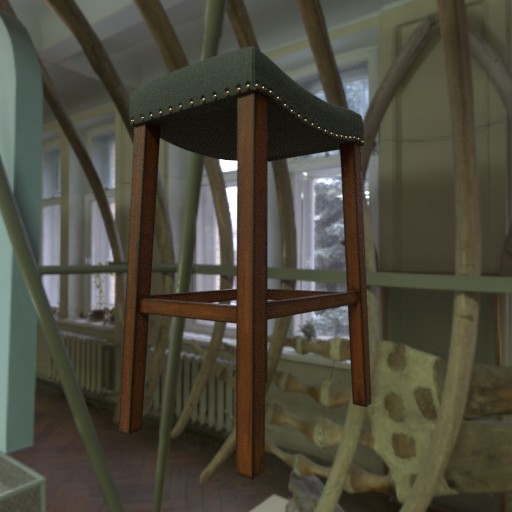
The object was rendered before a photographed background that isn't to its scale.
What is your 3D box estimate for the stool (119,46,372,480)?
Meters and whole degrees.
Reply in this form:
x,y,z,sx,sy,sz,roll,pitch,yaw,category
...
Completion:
x,y,z,sx,sy,sz,roll,pitch,yaw,category
0.000,0.000,1.054,0.366,0.760,0.502,-1,-1,37,stool
